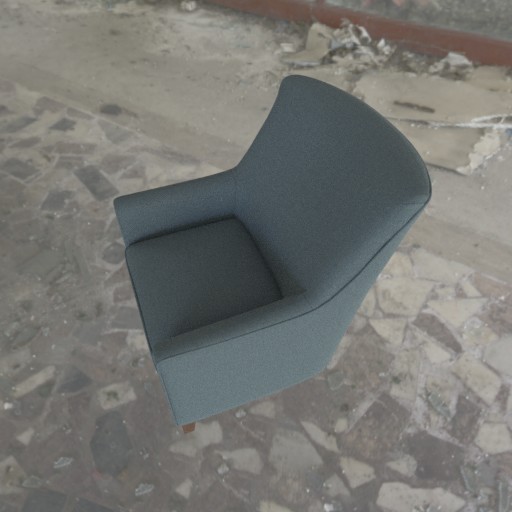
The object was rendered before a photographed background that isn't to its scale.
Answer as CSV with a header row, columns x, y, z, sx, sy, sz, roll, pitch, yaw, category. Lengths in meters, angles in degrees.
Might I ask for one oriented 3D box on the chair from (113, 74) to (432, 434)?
x,y,z,sx,sy,sz,roll,pitch,yaw,category
0.000,0.000,1.571,0.879,0.916,0.756,-16,49,-14,chair
